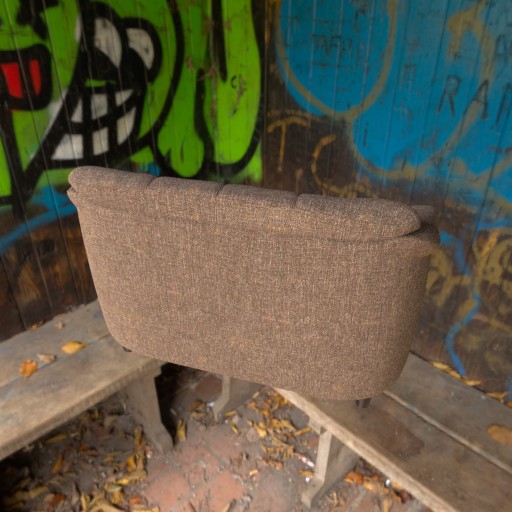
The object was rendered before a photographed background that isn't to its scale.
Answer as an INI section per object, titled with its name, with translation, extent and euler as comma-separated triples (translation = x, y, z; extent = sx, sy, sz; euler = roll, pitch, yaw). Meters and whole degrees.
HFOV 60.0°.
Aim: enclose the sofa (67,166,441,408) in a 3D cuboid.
[sofa]
translation = 0.000, 0.000, 1.892
extent = 1.404, 0.895, 0.799
euler = 9, 32, 15
